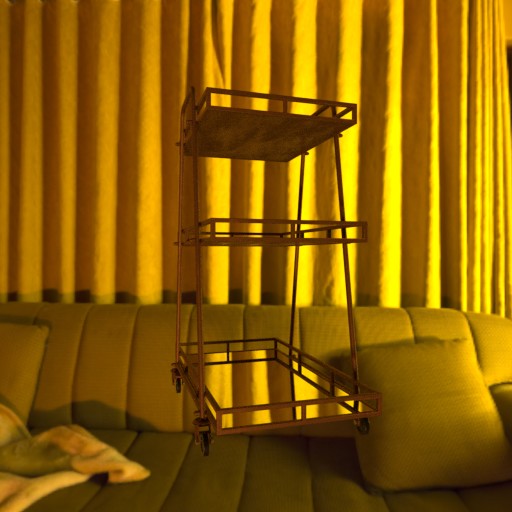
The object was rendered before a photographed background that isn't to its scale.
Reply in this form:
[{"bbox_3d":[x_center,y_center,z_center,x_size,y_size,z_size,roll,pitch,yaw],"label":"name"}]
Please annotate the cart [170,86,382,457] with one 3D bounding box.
[{"bbox_3d":[0.000,0.000,1.285,0.441,0.883,0.711,0,0,-17],"label":"cart"}]
